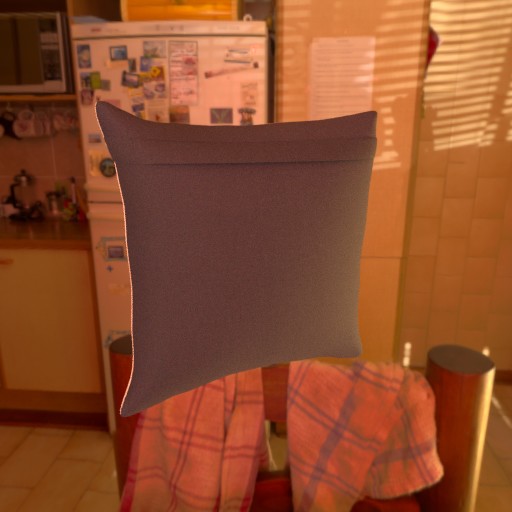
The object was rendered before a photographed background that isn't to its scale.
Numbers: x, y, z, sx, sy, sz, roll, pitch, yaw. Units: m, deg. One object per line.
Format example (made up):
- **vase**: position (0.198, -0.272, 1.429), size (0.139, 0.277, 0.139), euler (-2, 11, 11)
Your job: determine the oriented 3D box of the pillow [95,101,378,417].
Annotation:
- **pillow**: position (0.000, 0.000, 0.632), size (0.405, 0.406, 0.173), euler (-7, 16, -25)
